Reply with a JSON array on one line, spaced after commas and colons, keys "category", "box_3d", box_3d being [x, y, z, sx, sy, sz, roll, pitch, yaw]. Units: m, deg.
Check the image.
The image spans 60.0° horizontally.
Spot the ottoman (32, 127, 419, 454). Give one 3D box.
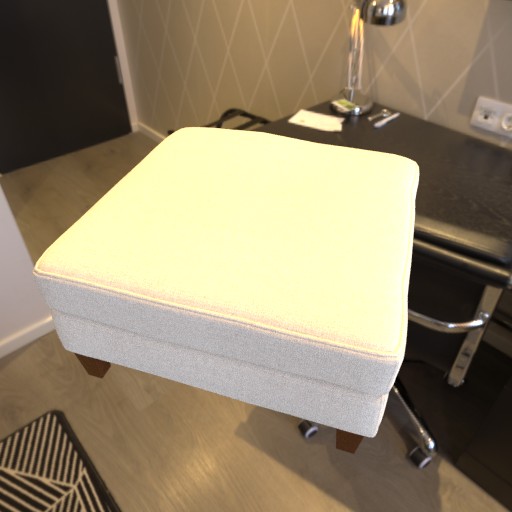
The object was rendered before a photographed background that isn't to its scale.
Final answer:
[{"category": "ottoman", "box_3d": [0.000, 0.000, 1.315, 0.838, 0.478, 0.838, 12, 41, 14]}]
